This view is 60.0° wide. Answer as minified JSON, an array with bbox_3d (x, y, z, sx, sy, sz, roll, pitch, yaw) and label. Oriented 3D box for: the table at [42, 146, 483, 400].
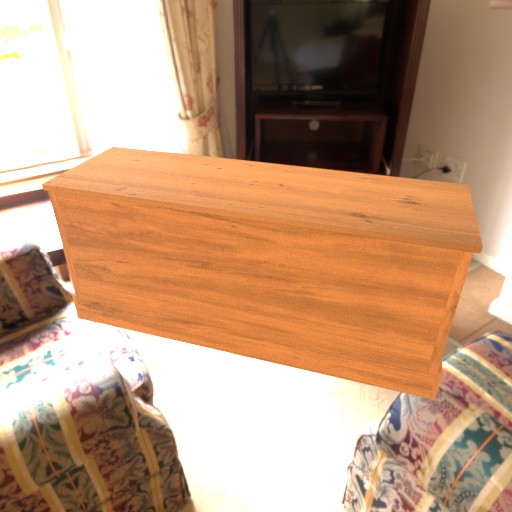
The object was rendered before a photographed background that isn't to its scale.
[{"bbox_3d":[0.000,0.000,1.450,1.200,0.510,0.400,9,33,15],"label":"table"}]
